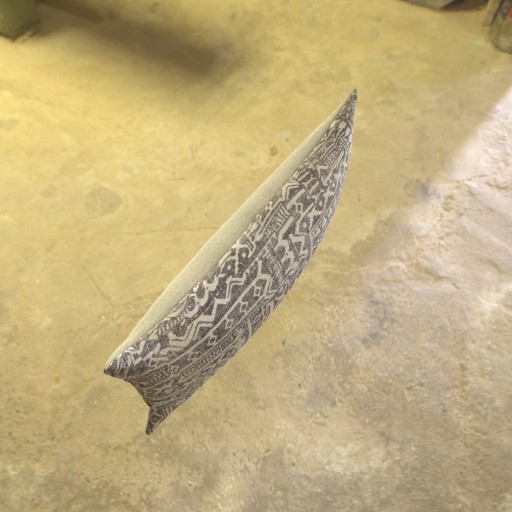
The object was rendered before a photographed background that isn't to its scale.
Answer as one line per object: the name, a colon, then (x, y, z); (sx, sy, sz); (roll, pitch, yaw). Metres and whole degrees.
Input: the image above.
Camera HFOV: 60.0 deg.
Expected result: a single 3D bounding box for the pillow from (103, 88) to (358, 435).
pillow: (0.000, 0.000, 0.751); (0.148, 0.290, 0.631); (30, 62, 18)
